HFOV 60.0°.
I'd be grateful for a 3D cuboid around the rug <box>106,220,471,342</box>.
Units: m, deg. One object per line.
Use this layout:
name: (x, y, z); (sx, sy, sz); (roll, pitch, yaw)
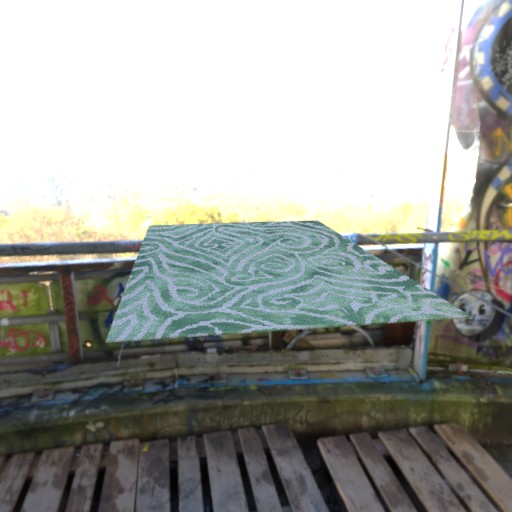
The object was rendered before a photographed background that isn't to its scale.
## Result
rug: (0.000, 0.000, 2.313); (1.220, 0.006, 1.826); (-2, 15, -9)
